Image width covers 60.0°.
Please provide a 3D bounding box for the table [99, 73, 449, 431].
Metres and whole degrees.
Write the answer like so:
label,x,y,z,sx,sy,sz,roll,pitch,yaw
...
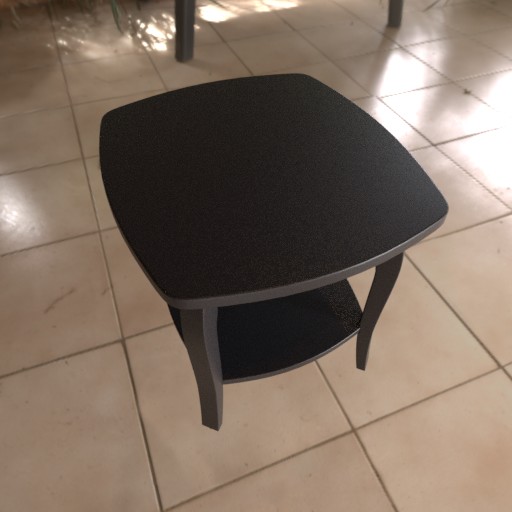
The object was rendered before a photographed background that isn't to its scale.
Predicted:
label,x,y,z,sx,sy,sz,roll,pitch,yaw
table,0.000,0.000,0.846,0.457,0.457,0.508,-17,50,-15
